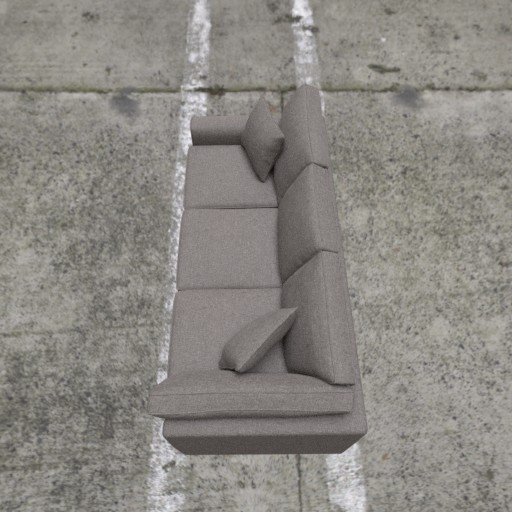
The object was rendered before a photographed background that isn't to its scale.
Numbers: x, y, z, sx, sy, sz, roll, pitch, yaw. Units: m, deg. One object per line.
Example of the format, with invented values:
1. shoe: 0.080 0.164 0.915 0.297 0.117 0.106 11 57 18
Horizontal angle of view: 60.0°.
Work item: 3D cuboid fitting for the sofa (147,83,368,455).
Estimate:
1. sofa: 0.000 0.000 2.918 1.061 0.962 2.317 -1 59 -1
